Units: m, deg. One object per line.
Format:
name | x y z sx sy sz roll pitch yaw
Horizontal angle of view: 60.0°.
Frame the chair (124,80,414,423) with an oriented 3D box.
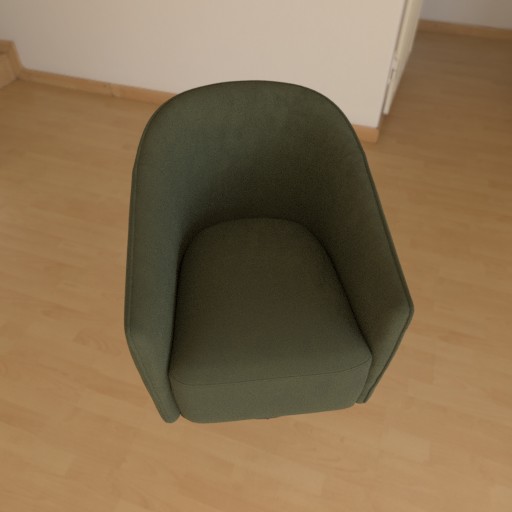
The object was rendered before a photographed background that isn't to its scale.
chair | 0.000 0.000 1.456 0.747 0.799 0.875 -4 46 -4
